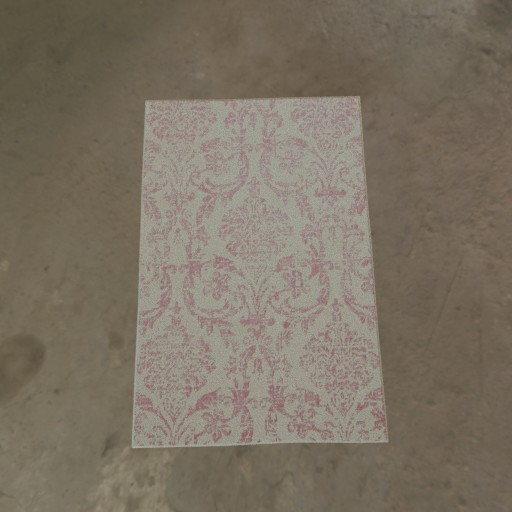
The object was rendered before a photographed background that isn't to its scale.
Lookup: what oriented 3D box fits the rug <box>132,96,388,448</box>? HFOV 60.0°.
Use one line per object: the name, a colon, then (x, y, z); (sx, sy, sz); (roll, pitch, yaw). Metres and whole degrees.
rug: (0.000, 0.000, 2.308); (1.219, 0.012, 1.839); (-1, 77, 0)
